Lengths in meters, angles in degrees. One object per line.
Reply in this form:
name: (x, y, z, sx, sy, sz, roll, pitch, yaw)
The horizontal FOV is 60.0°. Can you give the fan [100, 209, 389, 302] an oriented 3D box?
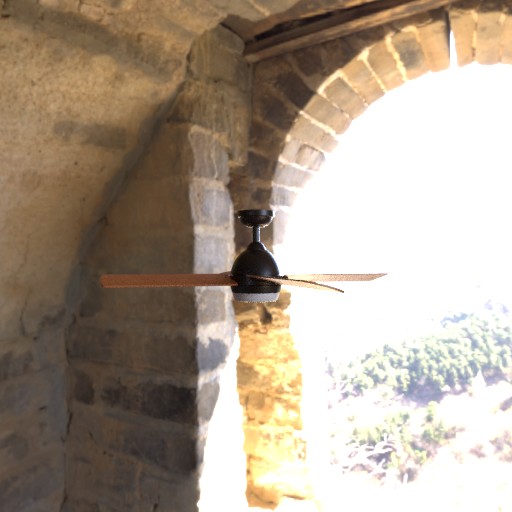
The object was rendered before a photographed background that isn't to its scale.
fan: (0.000, 0.000, 2.008, 1.332, 0.403, 1.332, 0, -1, -19)
